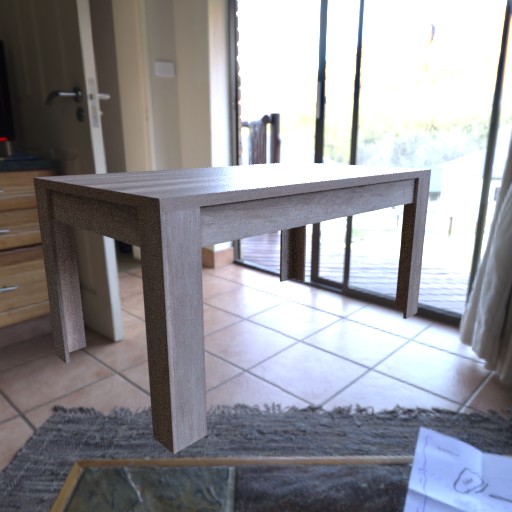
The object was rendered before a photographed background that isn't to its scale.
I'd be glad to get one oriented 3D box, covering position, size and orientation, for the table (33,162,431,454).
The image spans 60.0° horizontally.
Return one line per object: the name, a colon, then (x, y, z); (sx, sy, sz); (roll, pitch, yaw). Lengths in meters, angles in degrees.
table: (0.000, 0.000, 2.096); (1.600, 0.775, 0.900); (-14, 21, -43)
